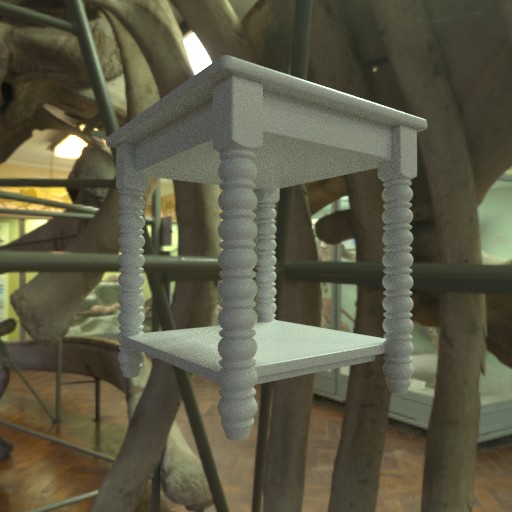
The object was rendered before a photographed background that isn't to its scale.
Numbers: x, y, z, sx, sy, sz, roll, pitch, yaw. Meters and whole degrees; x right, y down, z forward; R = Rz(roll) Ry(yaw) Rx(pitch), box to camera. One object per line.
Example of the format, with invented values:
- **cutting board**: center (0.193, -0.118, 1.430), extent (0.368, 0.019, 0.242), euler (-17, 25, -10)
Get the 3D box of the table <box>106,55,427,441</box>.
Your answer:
- **table**: center (0.000, 0.000, 0.982), extent (0.500, 0.563, 0.533), euler (1, -1, -36)
